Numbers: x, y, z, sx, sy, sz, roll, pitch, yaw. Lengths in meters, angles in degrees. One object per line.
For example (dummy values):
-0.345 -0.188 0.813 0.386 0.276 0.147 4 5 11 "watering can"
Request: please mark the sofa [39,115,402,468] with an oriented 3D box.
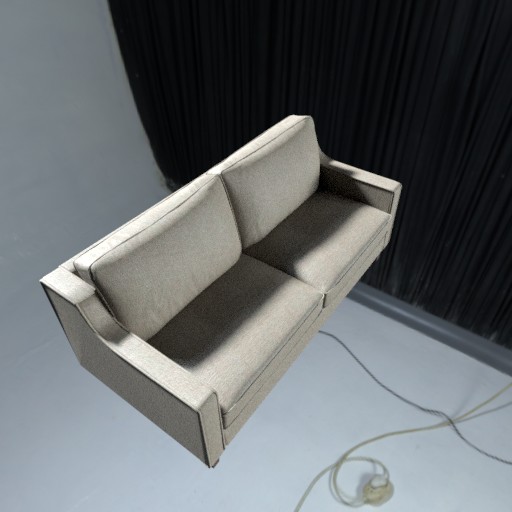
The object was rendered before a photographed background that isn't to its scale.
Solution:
0.000 0.000 2.835 1.073 1.074 2.181 26 48 26 "sofa"
